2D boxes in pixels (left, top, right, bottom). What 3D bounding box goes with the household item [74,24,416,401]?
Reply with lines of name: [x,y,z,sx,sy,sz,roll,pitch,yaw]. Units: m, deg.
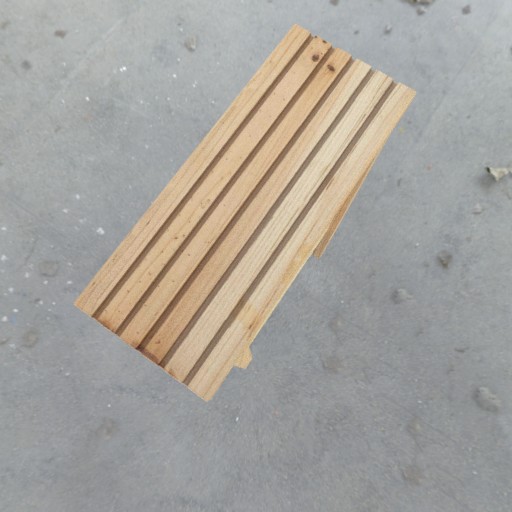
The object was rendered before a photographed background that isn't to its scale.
household item: [0.000,0.000,0.547,0.123,0.407,0.301,33,78,8]
